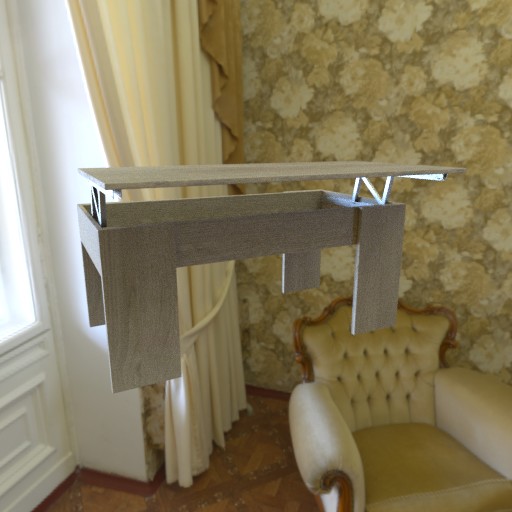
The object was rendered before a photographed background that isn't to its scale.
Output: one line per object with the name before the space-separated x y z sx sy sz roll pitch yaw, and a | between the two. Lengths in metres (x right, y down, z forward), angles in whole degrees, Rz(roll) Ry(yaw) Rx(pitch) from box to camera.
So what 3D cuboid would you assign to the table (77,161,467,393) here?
table | 0.000 0.000 1.433 1.000 0.570 0.711 -7 16 -26
